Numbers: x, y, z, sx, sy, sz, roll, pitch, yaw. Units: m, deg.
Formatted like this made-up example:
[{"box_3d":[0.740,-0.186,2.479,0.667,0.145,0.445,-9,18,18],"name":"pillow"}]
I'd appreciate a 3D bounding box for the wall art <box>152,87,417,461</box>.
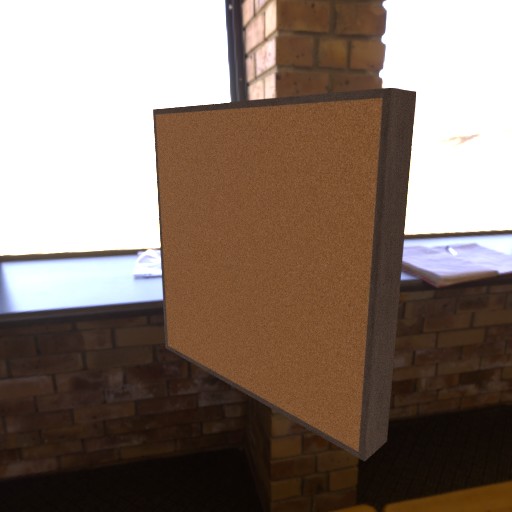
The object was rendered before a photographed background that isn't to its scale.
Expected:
[{"box_3d":[0.000,0.000,0.459,0.038,0.302,0.303,-14,20,-43],"name":"wall art"}]
